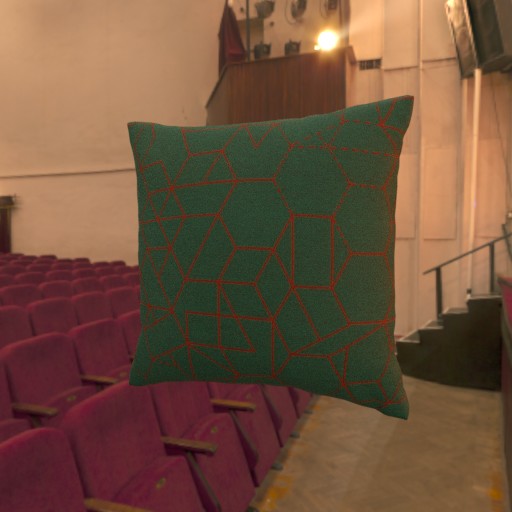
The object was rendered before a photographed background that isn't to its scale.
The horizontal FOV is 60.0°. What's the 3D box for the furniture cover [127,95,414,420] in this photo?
[{"bbox_3d":[0.000,0.000,0.774,0.517,0.508,0.158,0,1,18],"label":"furniture cover"}]
